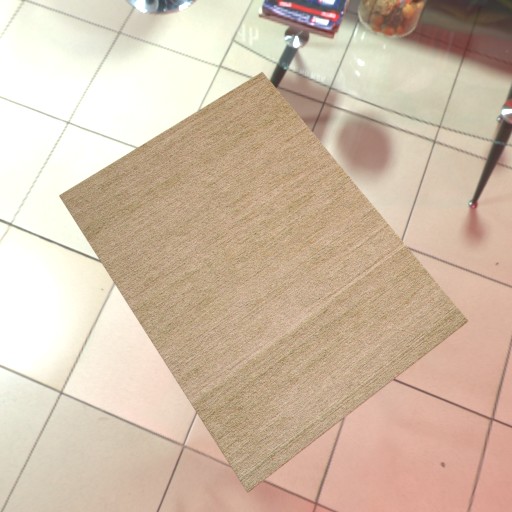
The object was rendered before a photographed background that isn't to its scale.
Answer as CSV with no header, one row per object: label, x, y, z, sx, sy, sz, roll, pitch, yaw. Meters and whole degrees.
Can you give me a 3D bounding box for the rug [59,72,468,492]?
rug,0.000,0.000,4.144,2.425,0.016,3.198,-34,78,-9
